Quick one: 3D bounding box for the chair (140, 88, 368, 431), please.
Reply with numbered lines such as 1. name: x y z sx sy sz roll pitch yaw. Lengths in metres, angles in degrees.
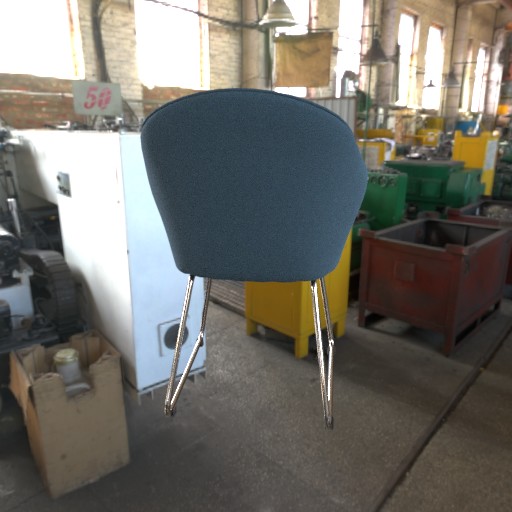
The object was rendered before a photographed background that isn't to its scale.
1. chair: 0.000 0.000 1.208 0.570 0.815 0.585 2 16 7
